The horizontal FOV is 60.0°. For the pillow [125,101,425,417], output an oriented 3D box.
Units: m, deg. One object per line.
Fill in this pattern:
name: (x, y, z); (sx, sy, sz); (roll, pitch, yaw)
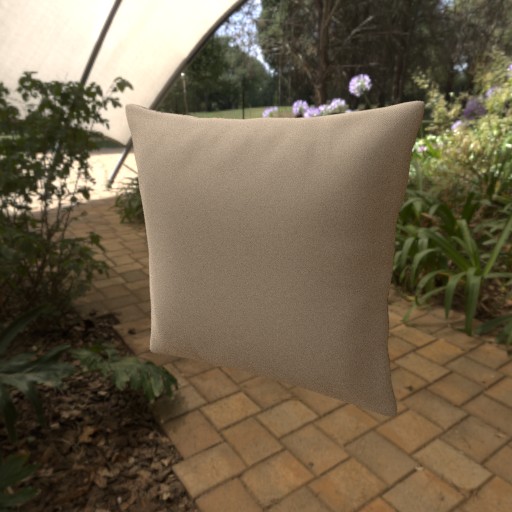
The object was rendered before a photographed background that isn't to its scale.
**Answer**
pillow: (0.000, 0.000, 0.778); (0.523, 0.510, 0.166); (9, 20, 25)
